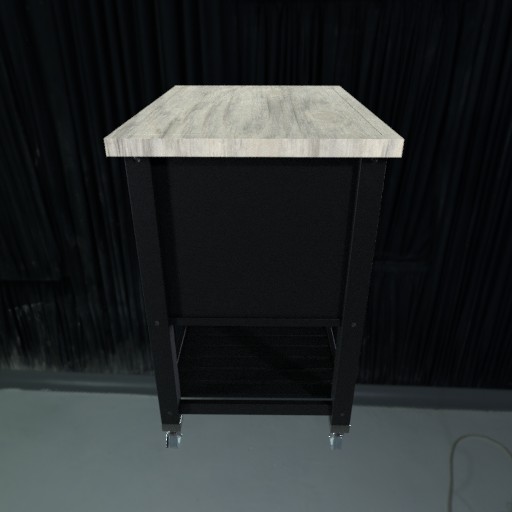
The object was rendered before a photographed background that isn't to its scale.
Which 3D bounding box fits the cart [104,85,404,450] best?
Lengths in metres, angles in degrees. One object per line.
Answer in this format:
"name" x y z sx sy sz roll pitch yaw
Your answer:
"cart" 0.000 0.000 1.403 0.567 0.920 0.797 0 28 1
